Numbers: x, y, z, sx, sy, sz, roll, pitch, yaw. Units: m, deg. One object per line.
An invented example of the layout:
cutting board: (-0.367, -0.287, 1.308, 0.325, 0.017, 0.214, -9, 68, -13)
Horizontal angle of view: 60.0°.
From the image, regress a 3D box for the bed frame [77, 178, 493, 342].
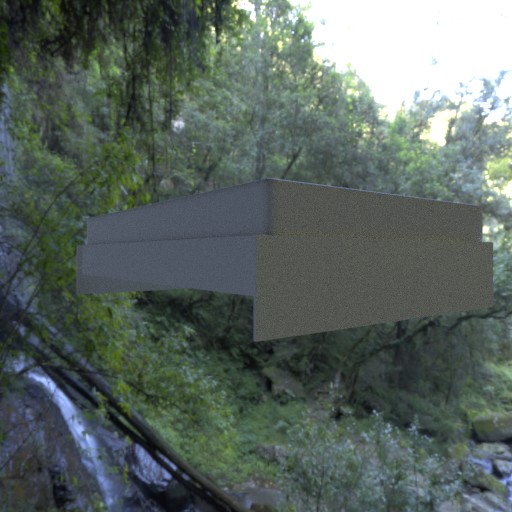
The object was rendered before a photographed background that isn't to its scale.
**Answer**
bed frame: (0.000, 0.000, 2.517, 1.445, 0.497, 1.945, 0, 0, -37)
